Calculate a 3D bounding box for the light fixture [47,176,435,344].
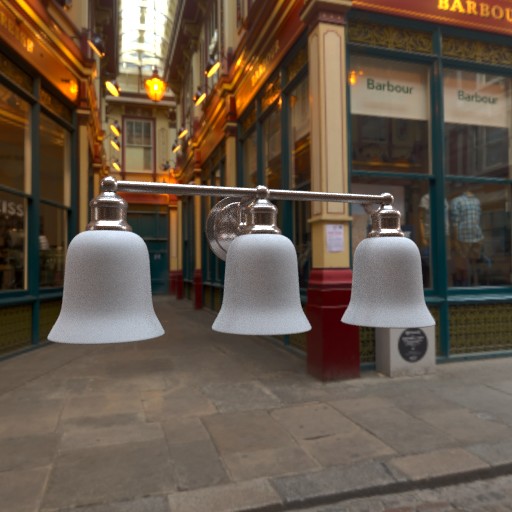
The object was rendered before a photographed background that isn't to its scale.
[{"bbox_3d":[0.000,0.000,0.675,0.570,0.211,0.198,0,-1,-18],"label":"light fixture"}]
